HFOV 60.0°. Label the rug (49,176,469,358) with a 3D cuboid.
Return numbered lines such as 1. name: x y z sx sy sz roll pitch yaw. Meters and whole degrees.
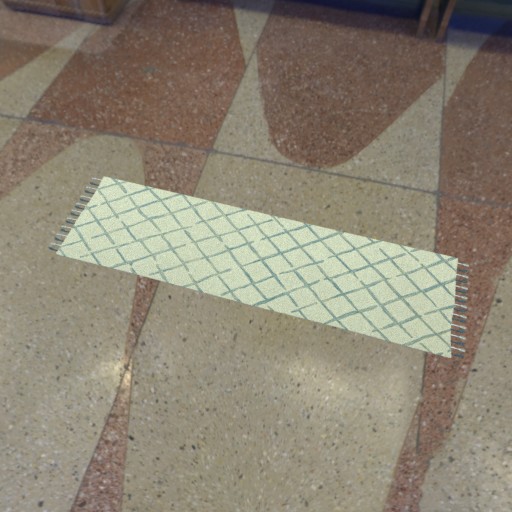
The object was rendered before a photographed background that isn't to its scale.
1. rug: 0.000 0.000 2.564 2.372 0.008 0.620 14 59 8
